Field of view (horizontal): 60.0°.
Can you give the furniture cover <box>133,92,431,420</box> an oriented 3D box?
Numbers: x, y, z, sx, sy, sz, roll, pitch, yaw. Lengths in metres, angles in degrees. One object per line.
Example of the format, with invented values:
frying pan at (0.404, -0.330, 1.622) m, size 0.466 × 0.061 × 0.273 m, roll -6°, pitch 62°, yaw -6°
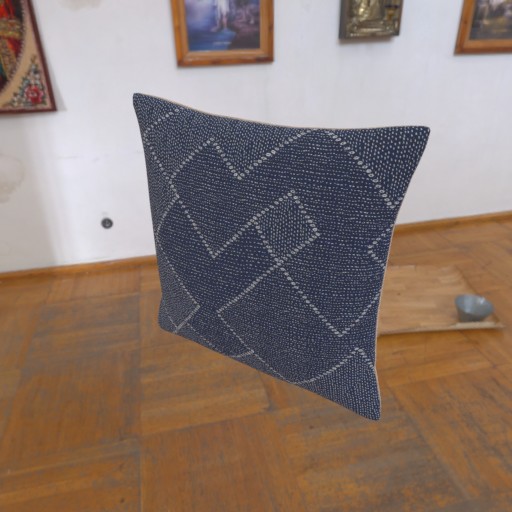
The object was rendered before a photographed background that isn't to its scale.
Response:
furniture cover at (0.000, 0.000, 0.774) m, size 0.511 × 0.503 × 0.162 m, roll 16°, pitch 32°, yaw 28°
